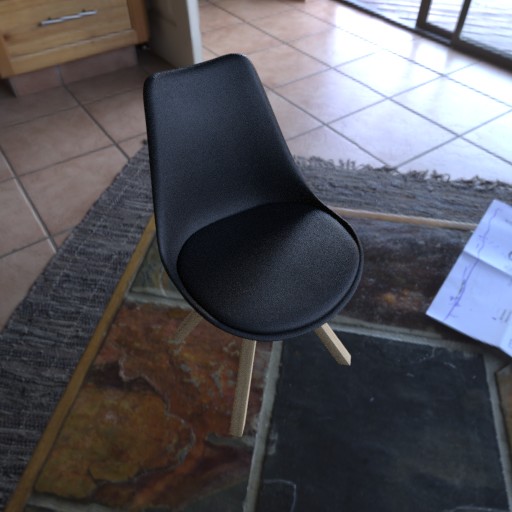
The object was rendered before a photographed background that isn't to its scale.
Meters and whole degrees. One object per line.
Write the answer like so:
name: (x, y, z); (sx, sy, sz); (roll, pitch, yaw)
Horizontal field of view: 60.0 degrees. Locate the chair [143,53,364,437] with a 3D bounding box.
chair: (0.000, 0.000, 1.184); (0.485, 0.850, 0.549); (-26, 51, -23)
